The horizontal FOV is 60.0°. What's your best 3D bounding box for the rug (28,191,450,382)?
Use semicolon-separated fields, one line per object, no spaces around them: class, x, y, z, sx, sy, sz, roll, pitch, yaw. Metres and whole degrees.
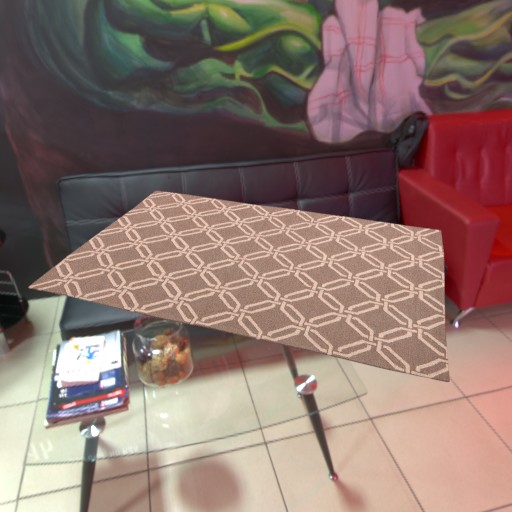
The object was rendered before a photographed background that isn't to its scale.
rug;0.000;0.000;2.168;1.748;0.010;1.142;10;33;16
